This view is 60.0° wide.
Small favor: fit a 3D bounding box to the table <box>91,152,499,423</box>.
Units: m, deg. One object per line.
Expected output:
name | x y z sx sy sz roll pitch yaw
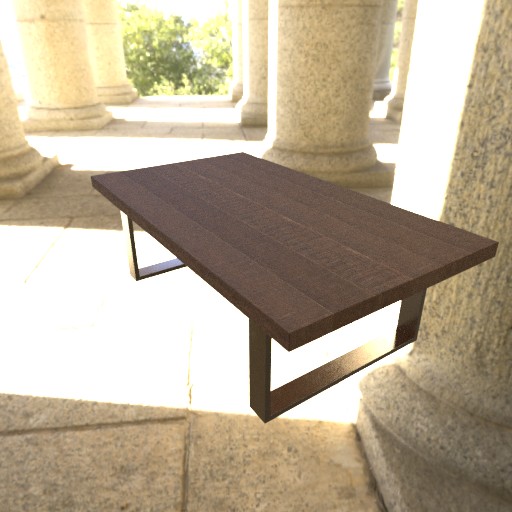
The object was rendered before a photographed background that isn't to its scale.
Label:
table | 0.000 0.000 1.734 0.800 0.440 1.400 -17 31 -31
